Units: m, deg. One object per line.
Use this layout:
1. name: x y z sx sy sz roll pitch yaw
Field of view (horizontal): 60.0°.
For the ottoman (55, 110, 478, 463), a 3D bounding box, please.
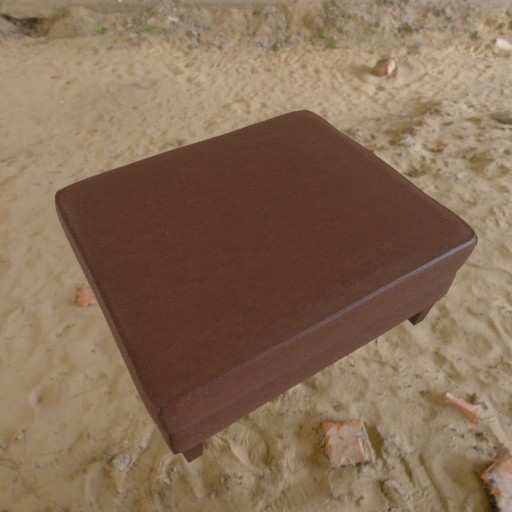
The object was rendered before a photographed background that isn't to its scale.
1. ottoman: 0.000 0.000 1.415 0.987 0.472 0.836 -24 52 -21
